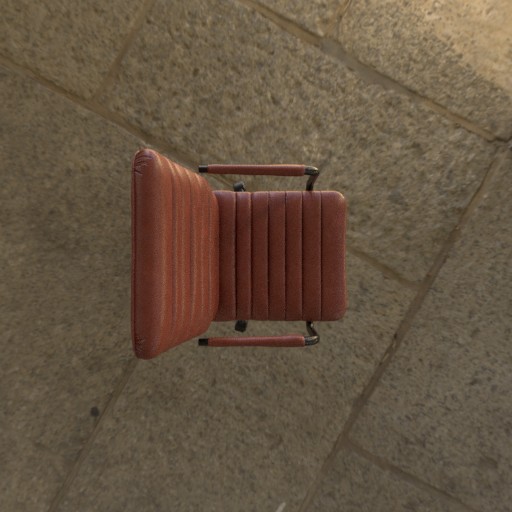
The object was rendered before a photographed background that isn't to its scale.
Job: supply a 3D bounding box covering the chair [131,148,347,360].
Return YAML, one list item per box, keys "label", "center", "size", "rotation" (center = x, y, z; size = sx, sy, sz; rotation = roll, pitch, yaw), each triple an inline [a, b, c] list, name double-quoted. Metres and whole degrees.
- label: "chair"
  center: [0.000, 0.000, 1.317]
  size: [0.580, 0.979, 0.608]
  rotation: [0, 90, 0]
